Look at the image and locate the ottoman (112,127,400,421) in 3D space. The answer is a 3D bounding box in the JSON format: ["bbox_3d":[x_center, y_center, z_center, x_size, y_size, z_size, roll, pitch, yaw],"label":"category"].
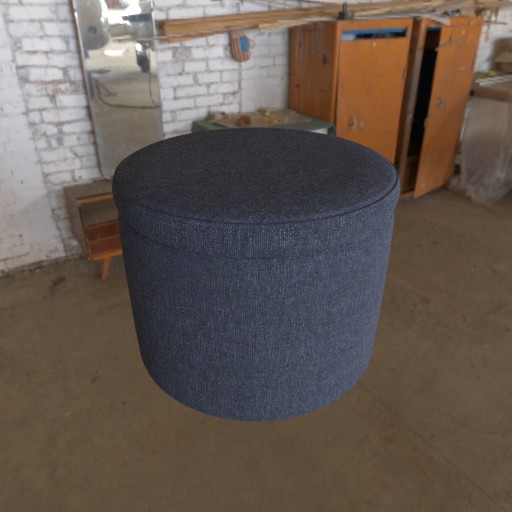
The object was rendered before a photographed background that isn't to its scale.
[{"bbox_3d":[0.000,0.000,0.914,0.520,0.430,0.520,0,30,0],"label":"ottoman"}]
